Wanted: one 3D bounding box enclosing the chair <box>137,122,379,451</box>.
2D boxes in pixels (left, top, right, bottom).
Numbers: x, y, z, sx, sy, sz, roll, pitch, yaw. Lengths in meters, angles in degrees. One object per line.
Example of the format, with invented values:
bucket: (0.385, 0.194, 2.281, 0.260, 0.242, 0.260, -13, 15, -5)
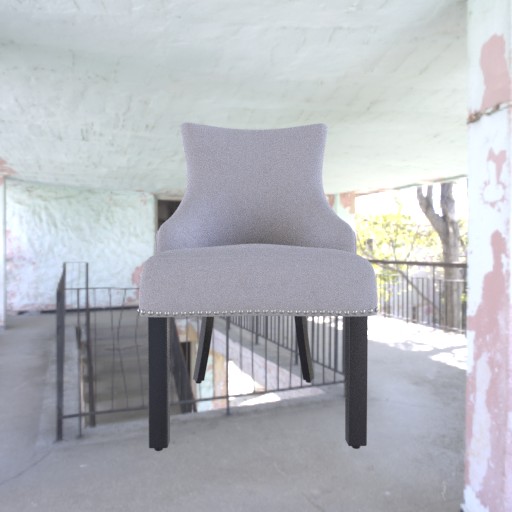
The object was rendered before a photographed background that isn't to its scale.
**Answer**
chair: (0.000, 0.000, 1.306, 0.566, 0.909, 0.629, 0, 1, -1)
